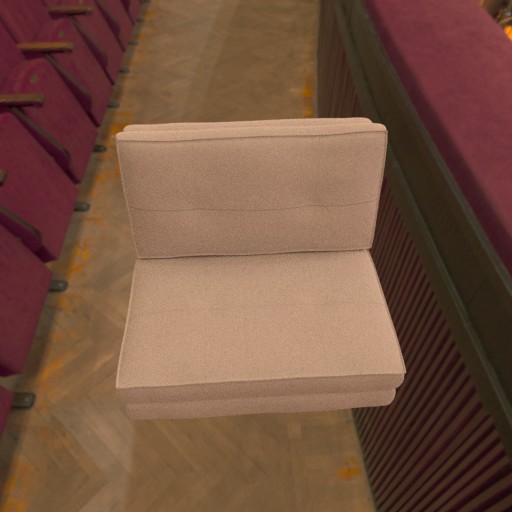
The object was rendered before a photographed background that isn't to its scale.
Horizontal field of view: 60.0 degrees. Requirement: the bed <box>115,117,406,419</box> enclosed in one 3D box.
[{"bbox_3d":[0.000,0.000,1.341,0.799,0.614,0.749,-2,47,-2],"label":"bed"}]
